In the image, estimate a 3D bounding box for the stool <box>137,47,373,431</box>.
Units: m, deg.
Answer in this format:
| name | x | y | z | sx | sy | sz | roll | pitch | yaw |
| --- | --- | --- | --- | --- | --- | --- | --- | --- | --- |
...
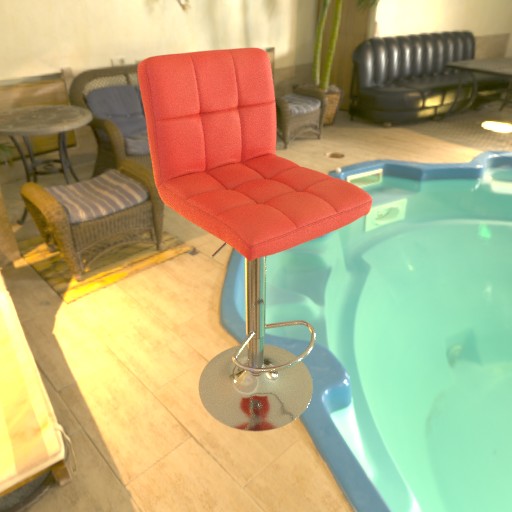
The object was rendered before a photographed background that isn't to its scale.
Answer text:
| name | x | y | z | sx | sy | sz | roll | pitch | yaw |
| --- | --- | --- | --- | --- | --- | --- | --- | --- | --- |
| stool | 0.000 | 0.000 | 1.365 | 0.430 | 1.115 | 0.505 | -21 | 37 | -31 |
